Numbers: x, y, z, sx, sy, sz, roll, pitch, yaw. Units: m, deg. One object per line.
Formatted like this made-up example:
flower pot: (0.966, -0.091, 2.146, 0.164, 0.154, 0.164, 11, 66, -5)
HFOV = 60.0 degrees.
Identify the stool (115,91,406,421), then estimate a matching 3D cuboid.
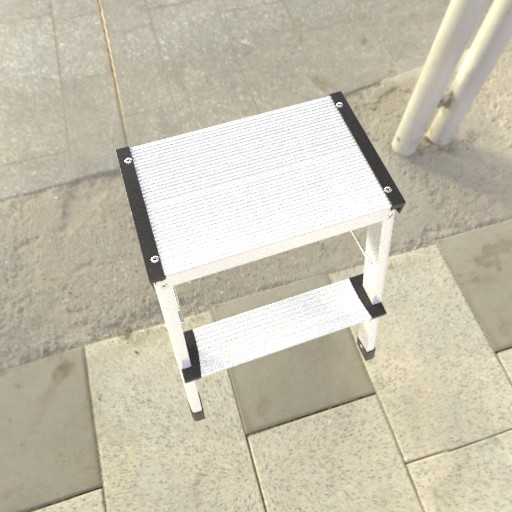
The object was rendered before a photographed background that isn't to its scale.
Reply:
stool: (0.000, 0.000, 0.792, 0.404, 0.480, 0.405, -17, 65, -8)
